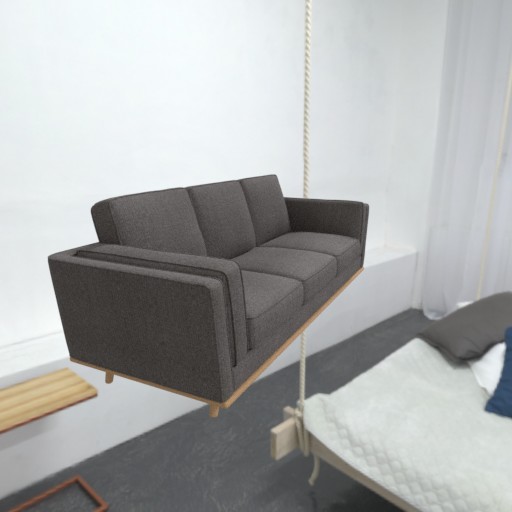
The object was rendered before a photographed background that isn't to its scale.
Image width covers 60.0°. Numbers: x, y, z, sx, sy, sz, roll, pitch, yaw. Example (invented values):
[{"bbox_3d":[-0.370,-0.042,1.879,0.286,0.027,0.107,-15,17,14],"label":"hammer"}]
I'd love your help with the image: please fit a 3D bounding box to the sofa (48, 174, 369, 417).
[{"bbox_3d":[0.000,0.000,2.784,0.903,0.899,2.362,7,16,26],"label":"sofa"}]
